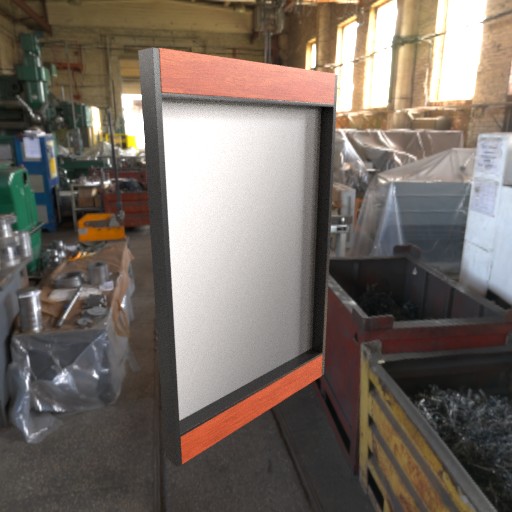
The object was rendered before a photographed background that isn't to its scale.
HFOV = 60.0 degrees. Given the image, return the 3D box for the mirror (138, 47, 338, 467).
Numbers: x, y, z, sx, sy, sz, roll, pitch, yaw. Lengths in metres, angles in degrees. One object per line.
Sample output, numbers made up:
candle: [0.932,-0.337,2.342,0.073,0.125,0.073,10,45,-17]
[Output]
mirror: [0.000,0.000,1.028,0.047,0.823,0.525,15,22,42]
